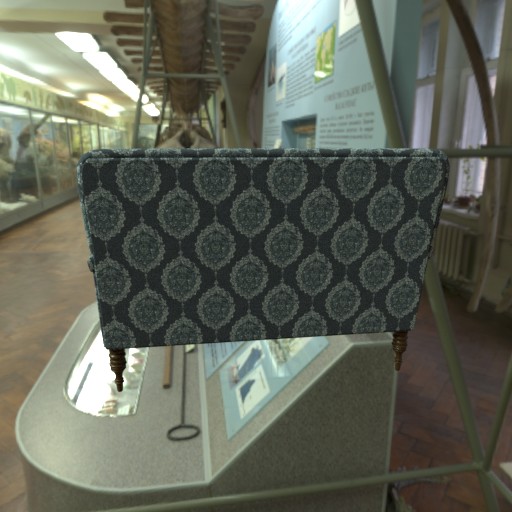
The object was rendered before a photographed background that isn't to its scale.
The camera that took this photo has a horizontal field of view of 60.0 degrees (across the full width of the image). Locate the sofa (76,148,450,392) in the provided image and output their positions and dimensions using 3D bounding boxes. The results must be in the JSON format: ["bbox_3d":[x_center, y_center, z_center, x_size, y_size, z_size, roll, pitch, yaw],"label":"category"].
[{"bbox_3d":[0.000,0.000,1.830,1.297,0.867,0.779,-2,14,-8],"label":"sofa"}]
